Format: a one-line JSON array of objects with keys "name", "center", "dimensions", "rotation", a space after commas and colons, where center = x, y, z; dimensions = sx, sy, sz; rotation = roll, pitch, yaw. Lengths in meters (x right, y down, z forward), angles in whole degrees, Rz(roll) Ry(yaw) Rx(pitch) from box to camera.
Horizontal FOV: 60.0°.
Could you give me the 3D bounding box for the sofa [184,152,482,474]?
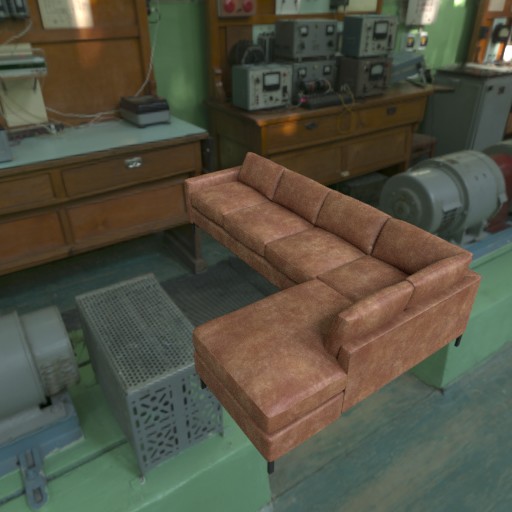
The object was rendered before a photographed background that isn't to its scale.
[{"name": "sofa", "center": [0.000, 0.000, 3.821], "dimensions": [1.938, 0.877, 2.984], "rotation": [-20, 36, -29]}]
